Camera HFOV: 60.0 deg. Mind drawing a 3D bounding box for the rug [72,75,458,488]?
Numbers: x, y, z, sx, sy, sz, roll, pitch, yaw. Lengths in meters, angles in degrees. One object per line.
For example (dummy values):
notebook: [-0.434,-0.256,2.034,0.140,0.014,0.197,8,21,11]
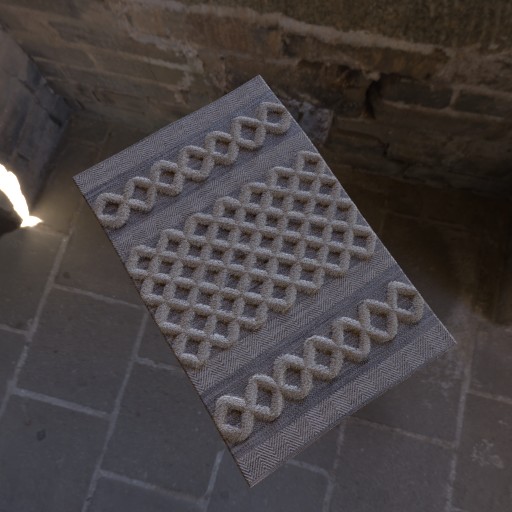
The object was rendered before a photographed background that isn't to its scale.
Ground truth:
rug: [0.000,0.000,2.297,1.222,0.030,1.823,-32,78,-8]
